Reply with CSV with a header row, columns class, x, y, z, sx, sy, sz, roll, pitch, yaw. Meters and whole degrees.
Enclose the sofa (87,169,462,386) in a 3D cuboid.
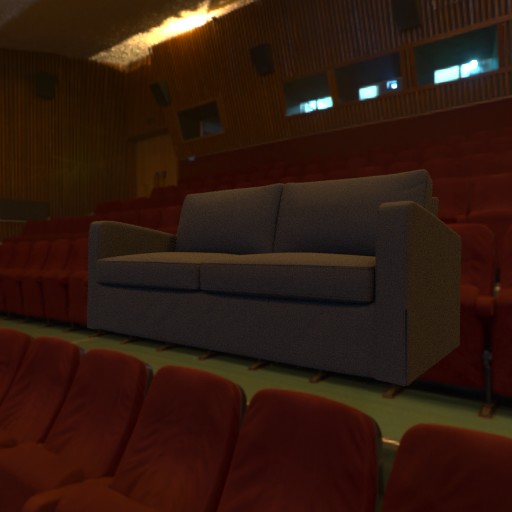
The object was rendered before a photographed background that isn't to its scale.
class,x,y,z,sx,sy,sz,roll,pitch,yaw
sofa,0.000,0.000,2.334,1.852,0.839,0.898,1,1,37
